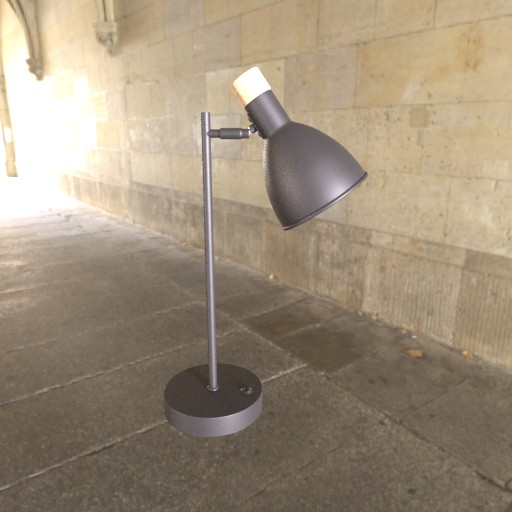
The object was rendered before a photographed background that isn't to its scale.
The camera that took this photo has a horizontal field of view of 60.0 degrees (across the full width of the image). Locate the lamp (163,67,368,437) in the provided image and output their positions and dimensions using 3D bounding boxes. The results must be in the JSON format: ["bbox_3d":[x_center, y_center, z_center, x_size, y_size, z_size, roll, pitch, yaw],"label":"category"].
[{"bbox_3d":[0.000,0.000,0.611,0.287,0.483,0.152,2,16,9],"label":"lamp"}]
